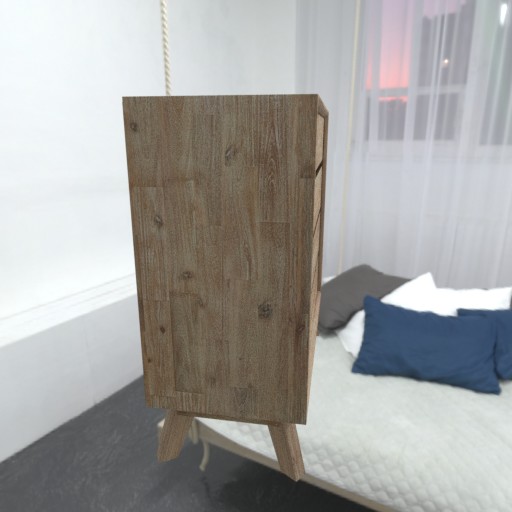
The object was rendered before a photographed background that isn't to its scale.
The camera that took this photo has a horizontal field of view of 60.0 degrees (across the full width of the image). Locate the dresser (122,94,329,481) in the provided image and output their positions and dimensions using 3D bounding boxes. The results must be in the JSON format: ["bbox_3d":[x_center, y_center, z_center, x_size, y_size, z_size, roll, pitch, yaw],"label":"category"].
[{"bbox_3d":[0.000,0.000,1.607,0.455,1.029,0.998,3,16,10],"label":"dresser"}]
